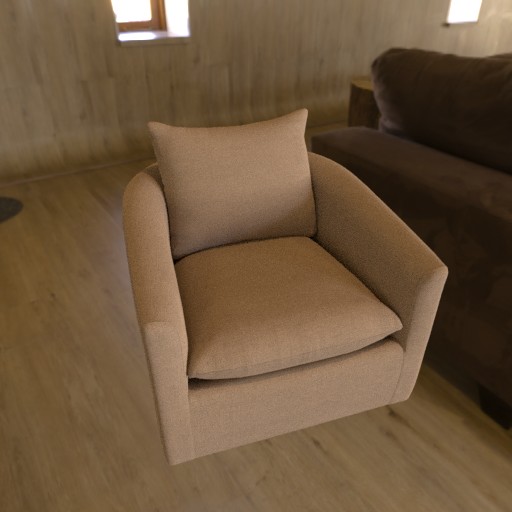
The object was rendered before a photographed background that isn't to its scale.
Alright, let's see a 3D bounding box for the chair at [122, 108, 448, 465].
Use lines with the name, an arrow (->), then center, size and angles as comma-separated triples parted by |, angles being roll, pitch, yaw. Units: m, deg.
chair -> 0.000, 0.000, 1.542 | 0.845, 0.848, 0.910 | -9, 32, -15
